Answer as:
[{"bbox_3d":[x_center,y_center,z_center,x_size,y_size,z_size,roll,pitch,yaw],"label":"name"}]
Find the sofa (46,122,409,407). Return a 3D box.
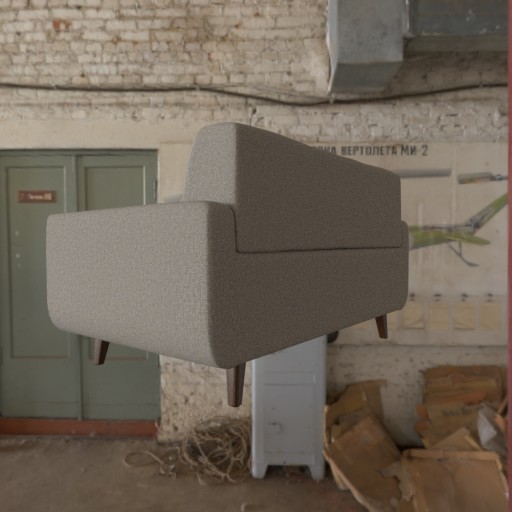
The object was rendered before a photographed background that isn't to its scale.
[{"bbox_3d":[0.000,0.000,2.183,0.952,0.925,1.651,2,3,38],"label":"sofa"}]
